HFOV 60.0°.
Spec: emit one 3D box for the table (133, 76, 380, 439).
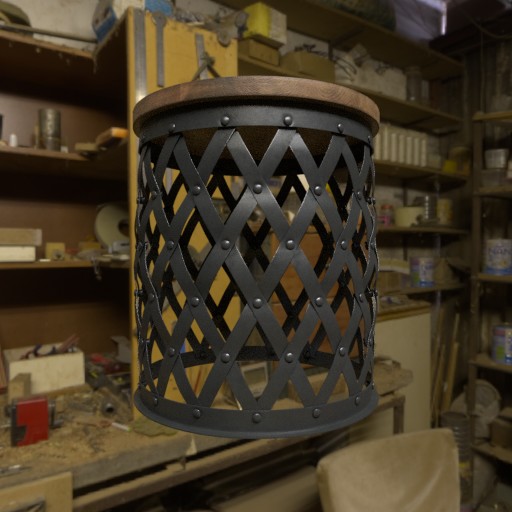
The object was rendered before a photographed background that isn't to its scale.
[{"bbox_3d":[0.000,0.000,0.756,0.405,0.454,0.405,0,1,0],"label":"table"}]
